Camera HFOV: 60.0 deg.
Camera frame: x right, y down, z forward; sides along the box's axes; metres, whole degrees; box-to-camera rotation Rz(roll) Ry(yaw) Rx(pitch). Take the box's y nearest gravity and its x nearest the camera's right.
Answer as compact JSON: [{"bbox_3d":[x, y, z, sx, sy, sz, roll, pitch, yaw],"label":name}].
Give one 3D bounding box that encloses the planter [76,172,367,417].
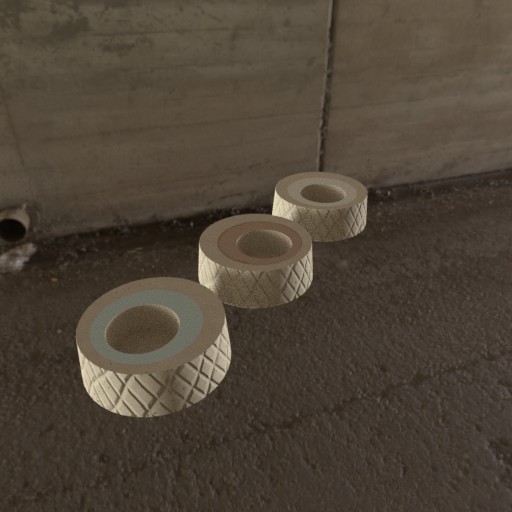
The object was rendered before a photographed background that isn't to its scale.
[{"bbox_3d":[0.000,0.000,0.433,0.114,0.038,0.390,20,38,28],"label":"planter"}]
